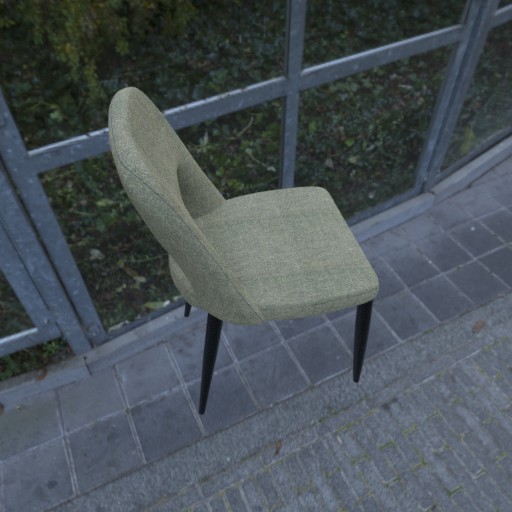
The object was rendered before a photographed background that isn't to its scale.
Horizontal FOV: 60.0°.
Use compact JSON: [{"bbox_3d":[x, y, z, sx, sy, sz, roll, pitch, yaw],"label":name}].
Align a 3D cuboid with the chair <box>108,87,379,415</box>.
[{"bbox_3d":[0.000,0.000,1.257,0.612,0.931,0.470,-9,46,-9],"label":"chair"}]
